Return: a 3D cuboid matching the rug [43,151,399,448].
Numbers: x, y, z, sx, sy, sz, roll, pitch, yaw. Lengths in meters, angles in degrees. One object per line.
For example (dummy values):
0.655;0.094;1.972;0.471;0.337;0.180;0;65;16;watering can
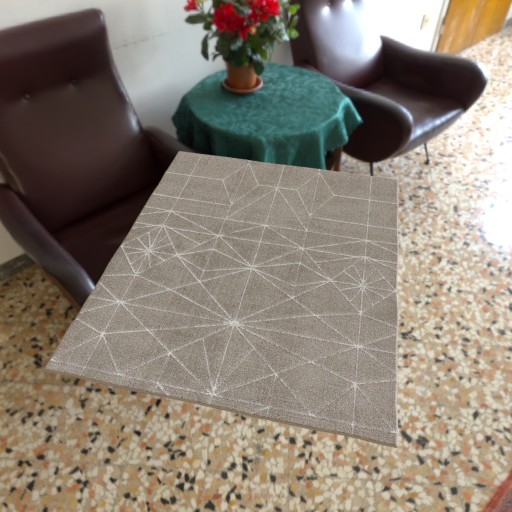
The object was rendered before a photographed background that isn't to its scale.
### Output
0.000;0.000;0.873;0.548;0.006;0.639;9;47;9;rug
